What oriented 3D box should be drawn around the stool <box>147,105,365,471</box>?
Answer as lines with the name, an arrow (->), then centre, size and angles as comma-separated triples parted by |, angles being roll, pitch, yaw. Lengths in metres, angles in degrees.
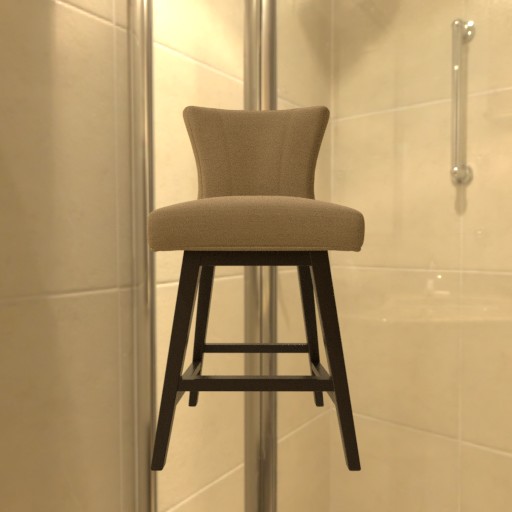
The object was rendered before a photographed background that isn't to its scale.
stool -> 0.000, 0.000, 1.298 | 0.514, 1.000, 0.574 | 0, 2, 0
